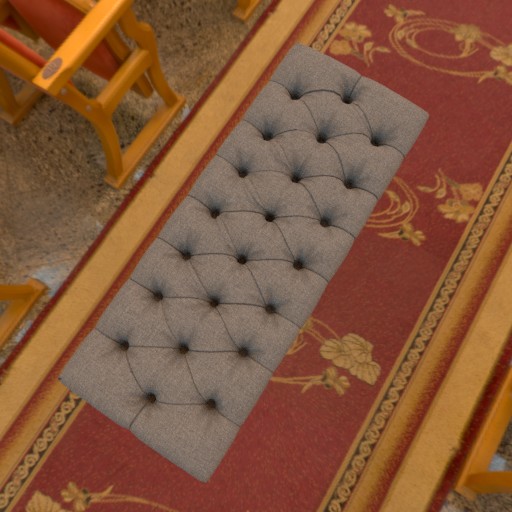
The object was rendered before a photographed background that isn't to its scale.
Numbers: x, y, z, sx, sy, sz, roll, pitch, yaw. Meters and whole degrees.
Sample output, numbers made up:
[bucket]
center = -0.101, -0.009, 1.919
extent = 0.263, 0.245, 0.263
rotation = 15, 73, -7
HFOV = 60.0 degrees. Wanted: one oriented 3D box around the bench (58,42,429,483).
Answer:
[bench]
center = 0.000, 0.000, 1.272
extent = 0.417, 0.470, 1.052
rotation = 32, 79, 7
